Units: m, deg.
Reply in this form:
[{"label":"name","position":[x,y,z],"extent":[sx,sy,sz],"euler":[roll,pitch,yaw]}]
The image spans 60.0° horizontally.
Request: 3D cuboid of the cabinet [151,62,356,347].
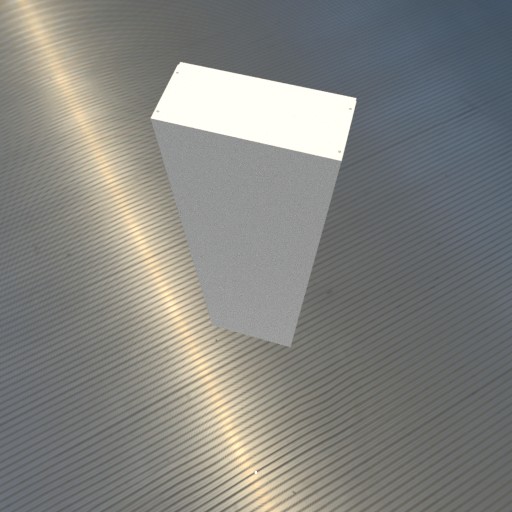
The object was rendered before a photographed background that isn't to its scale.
[{"label":"cabinet","position":[0.000,0.000,1.966],"extent":[0.500,1.790,0.230],"euler":[14,65,7]}]
